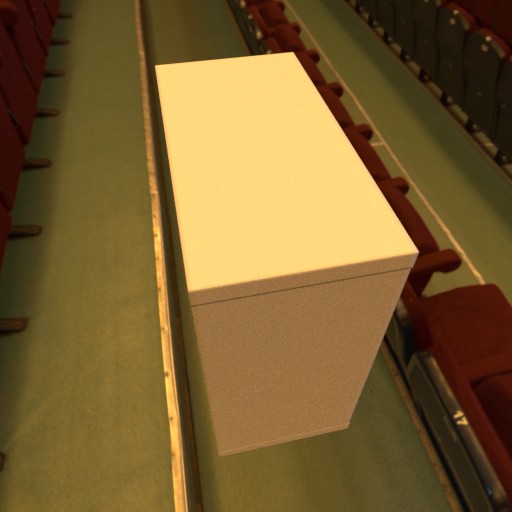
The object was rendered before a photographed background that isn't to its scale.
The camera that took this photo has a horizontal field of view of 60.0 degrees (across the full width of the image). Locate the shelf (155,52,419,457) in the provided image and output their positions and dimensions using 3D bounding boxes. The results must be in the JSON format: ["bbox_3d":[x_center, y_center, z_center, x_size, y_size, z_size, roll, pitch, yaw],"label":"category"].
[{"bbox_3d":[0.000,0.000,1.270,0.390,0.786,0.790,-9,49,-8],"label":"shelf"}]
